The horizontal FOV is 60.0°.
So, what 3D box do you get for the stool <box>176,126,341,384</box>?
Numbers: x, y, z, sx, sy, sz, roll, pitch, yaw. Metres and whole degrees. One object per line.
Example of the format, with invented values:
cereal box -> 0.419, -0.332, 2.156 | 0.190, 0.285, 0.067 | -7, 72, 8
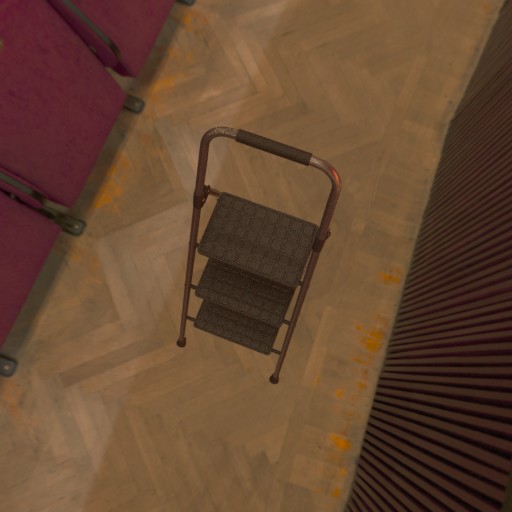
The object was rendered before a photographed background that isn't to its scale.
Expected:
stool -> 0.000, 0.000, 1.448 | 0.473, 1.121, 0.733 | 20, 77, 5
